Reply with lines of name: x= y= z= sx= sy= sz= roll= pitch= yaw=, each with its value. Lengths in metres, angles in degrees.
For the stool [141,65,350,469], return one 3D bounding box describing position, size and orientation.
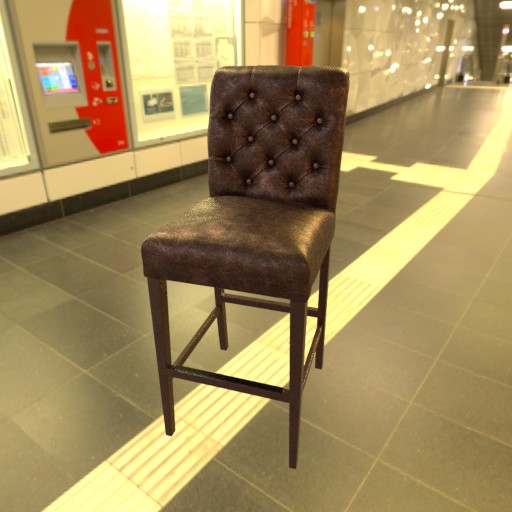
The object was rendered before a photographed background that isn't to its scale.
stool: x=0.000 y=0.000 z=1.504 sx=0.483 sy=1.168 sz=0.659 roll=8 pitch=26 yaw=16
